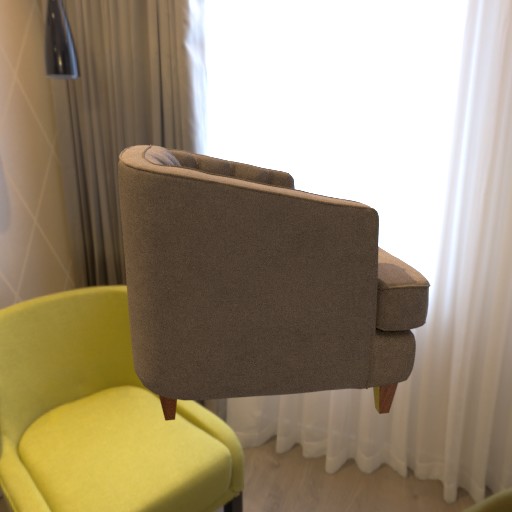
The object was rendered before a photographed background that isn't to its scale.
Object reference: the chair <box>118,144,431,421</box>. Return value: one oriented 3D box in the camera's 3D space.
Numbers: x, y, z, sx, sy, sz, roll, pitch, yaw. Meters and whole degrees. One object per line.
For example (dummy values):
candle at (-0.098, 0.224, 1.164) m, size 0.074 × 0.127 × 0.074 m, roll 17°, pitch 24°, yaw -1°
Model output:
chair at (0.000, 0.000, 1.764) m, size 0.941 × 0.852 × 1.104 m, roll -3°, pitch 16°, yaw -9°
